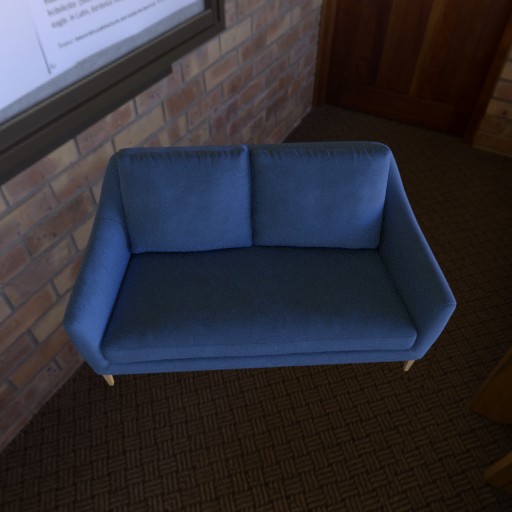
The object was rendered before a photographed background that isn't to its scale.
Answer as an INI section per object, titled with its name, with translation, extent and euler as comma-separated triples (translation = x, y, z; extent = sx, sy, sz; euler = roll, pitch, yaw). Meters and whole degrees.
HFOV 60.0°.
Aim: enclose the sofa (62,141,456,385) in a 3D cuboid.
[sofa]
translation = 0.000, 0.000, 2.212
extent = 1.619, 0.902, 0.960
euler = -2, 47, -2
